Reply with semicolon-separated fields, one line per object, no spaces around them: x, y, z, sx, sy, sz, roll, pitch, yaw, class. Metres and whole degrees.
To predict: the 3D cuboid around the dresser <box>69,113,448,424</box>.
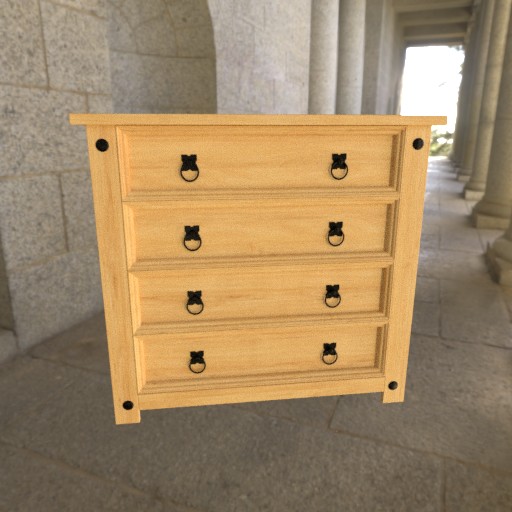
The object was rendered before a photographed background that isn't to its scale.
0.000;0.000;1.219;0.800;0.730;0.410;-2;16;-7;dresser
